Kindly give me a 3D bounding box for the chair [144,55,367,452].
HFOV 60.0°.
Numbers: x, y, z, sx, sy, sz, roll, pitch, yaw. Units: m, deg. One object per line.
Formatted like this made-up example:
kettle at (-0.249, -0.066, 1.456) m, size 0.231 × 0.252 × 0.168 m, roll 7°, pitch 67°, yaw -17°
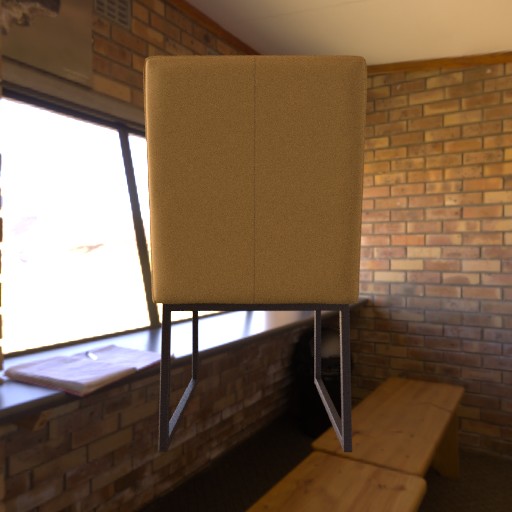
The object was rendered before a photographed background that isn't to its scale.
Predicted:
chair at (0.000, 0.000, 1.308) m, size 0.520 × 0.930 × 0.634 m, roll 0°, pitch 1°, yaw 0°
